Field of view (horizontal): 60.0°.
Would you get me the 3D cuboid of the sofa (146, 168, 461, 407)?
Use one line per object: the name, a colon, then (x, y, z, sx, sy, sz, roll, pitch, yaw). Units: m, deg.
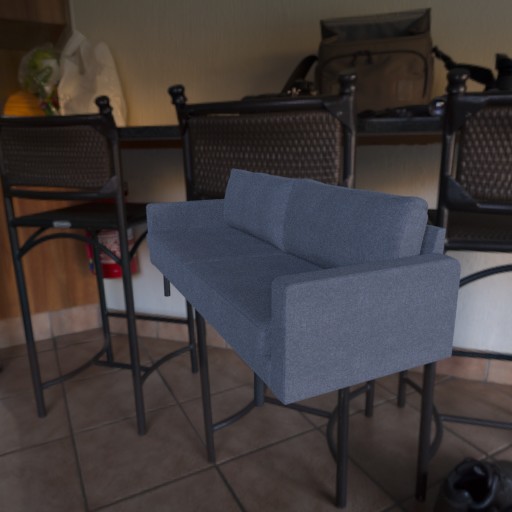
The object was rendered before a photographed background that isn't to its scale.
sofa: (0.000, 0.000, 2.586, 0.880, 0.880, 2.100, -7, 16, -25)
